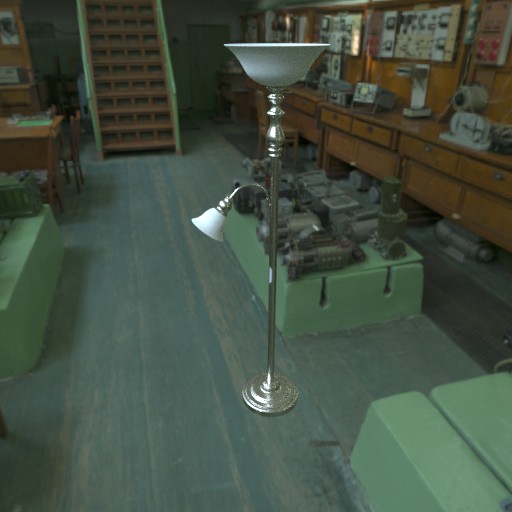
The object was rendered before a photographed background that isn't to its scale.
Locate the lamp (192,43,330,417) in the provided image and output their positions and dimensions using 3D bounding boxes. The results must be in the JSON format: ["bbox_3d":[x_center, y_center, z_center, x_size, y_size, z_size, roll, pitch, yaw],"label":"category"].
[{"bbox_3d":[0.000,0.000,2.073,0.575,1.785,0.405,-8,28,-16],"label":"lamp"}]
